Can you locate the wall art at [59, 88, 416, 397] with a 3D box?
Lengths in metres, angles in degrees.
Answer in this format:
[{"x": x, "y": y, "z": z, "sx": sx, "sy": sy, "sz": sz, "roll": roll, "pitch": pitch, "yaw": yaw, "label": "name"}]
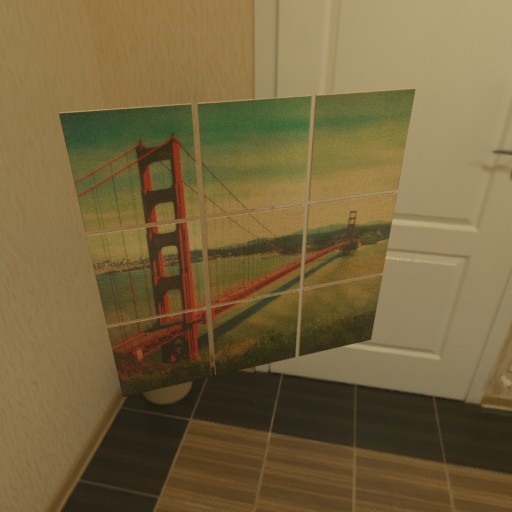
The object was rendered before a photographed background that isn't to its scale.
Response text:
[{"x": 0.000, "y": 0.000, "z": 2.214, "sx": 1.519, "sy": 1.507, "sz": 0.014, "roll": -9, "pitch": 32, "yaw": -15, "label": "wall art"}]
